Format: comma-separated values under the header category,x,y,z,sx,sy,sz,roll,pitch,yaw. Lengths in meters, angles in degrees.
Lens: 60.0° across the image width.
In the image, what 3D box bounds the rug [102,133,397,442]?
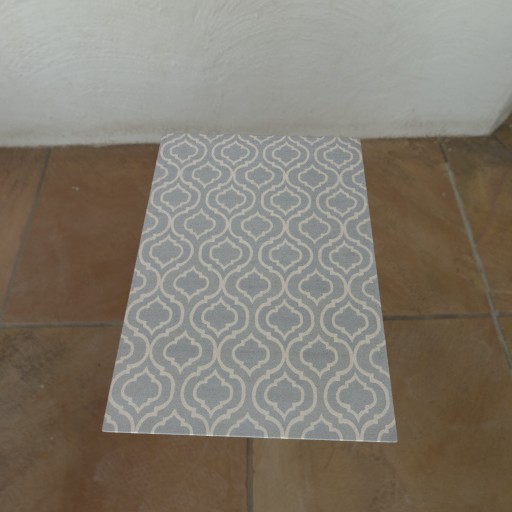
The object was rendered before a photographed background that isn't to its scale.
category,x,y,z,sx,sy,sz,roll,pitch,yaw
rug,0.000,0.000,2.713,1.451,0.010,2.080,2,58,1
